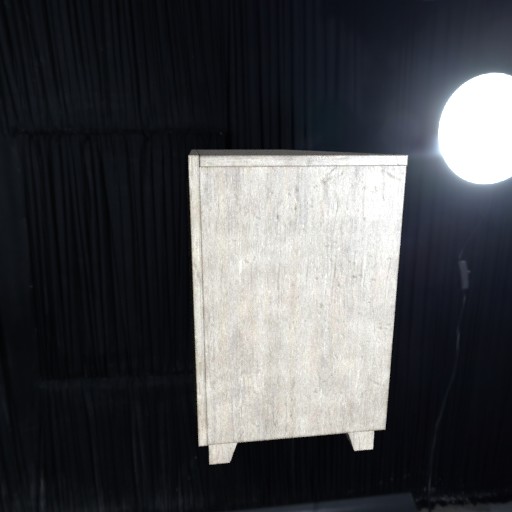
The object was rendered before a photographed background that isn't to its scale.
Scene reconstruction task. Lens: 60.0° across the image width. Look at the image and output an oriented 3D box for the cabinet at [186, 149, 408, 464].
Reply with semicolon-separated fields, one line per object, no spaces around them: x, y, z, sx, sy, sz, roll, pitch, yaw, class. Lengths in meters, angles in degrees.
0.000;0.000;1.793;0.511;0.825;1.460;-2;14;-8;cabinet
